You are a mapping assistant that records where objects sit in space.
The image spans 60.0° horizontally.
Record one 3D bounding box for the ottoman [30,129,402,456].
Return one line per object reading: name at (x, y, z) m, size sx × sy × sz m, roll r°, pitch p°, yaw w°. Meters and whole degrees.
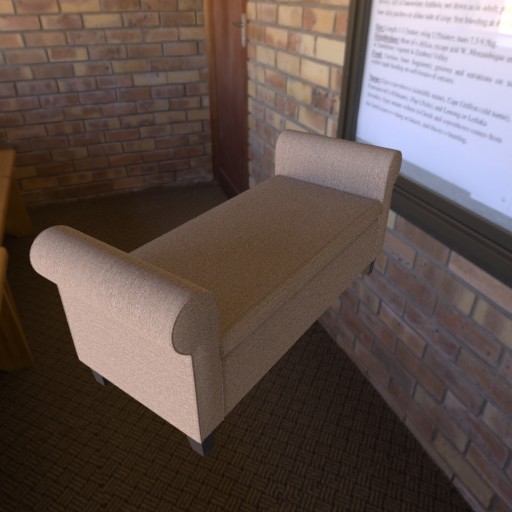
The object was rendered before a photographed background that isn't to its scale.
ottoman at (0.000, 0.000, 1.536) m, size 0.521 × 0.547 × 1.256 m, roll 21°, pitch 37°, yaw 30°
